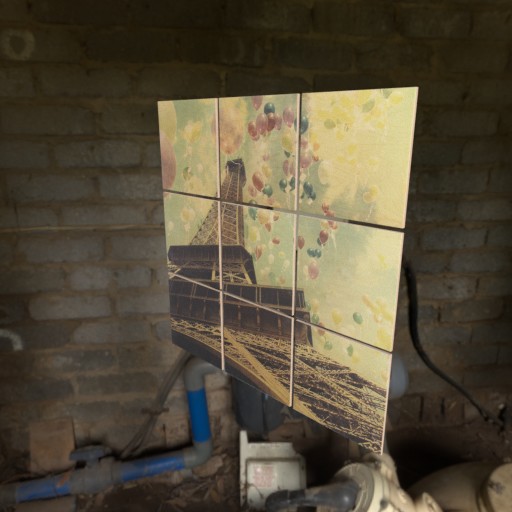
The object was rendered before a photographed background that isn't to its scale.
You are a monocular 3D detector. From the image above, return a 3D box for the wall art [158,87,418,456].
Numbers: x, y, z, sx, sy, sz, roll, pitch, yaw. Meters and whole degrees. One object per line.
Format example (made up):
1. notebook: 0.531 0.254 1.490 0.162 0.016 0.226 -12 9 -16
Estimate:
1. wall art: 0.000 0.000 1.792 1.219 1.218 0.013 15 22 41
